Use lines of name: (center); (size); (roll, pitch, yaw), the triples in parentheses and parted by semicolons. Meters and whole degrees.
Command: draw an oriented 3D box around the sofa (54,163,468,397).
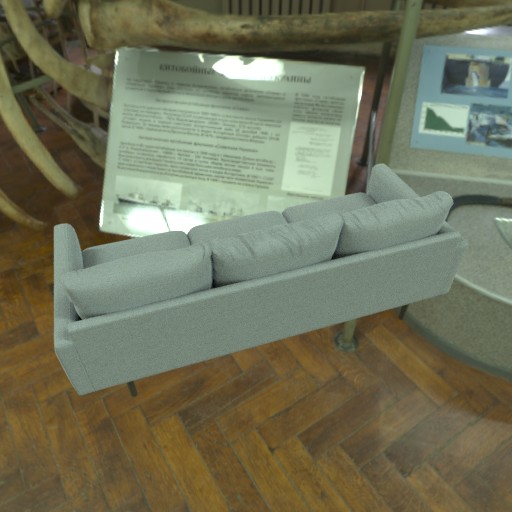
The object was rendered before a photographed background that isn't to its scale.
sofa: (0.000, 0.000, 2.401); (2.000, 0.830, 0.850); (-13, 44, -14)
